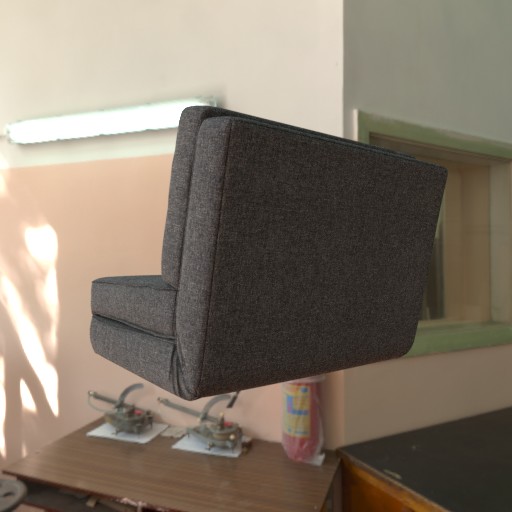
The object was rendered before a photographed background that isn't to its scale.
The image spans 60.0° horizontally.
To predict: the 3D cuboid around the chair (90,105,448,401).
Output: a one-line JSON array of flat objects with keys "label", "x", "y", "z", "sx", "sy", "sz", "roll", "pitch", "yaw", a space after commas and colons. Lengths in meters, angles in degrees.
[{"label": "chair", "x": 0.000, "y": 0.000, "z": 1.299, "sx": 0.740, "sy": 0.615, "sz": 0.800, "roll": 1, "pitch": -1, "yaw": -37}]
